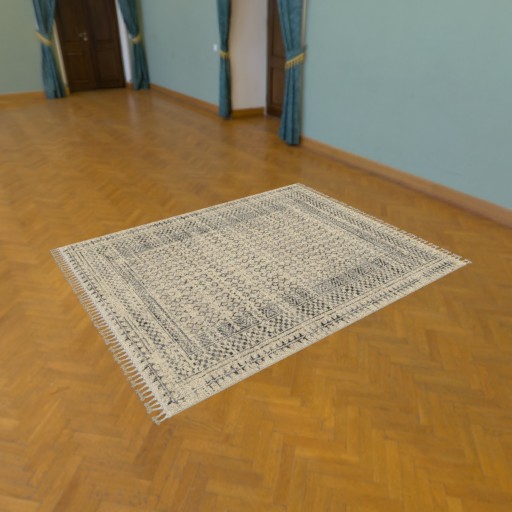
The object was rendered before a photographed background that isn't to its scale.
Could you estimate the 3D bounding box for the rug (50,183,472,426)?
[{"bbox_3d":[0.000,0.000,3.883,2.940,0.013,2.312,-20,36,-30],"label":"rug"}]
